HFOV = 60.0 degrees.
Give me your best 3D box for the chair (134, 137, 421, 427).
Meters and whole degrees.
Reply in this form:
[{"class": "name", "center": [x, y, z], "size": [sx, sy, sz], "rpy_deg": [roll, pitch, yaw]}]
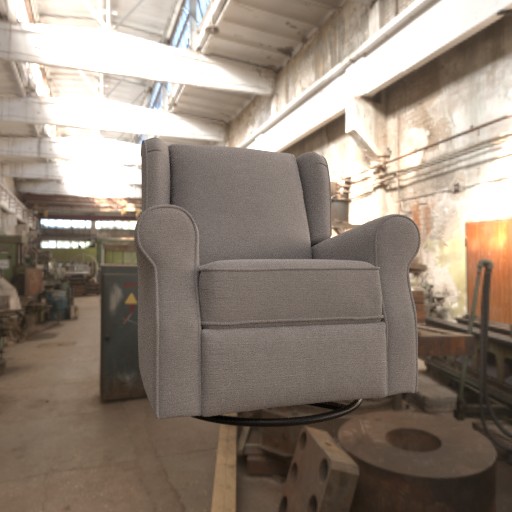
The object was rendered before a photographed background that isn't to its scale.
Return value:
[{"class": "chair", "center": [0.000, 0.000, 1.646], "size": [0.906, 0.966, 0.854], "rpy_deg": [1, -2, -18]}]
